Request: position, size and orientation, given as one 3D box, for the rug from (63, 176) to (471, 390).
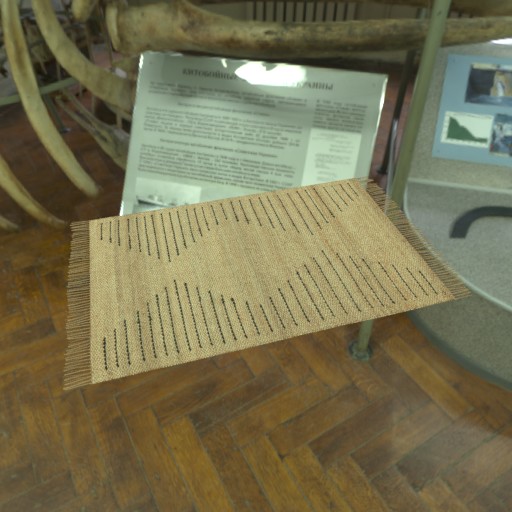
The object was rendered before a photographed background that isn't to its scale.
[{"bbox_3d":[0.000,0.000,2.552,2.085,0.027,1.224,-11,43,-12],"label":"rug"}]
